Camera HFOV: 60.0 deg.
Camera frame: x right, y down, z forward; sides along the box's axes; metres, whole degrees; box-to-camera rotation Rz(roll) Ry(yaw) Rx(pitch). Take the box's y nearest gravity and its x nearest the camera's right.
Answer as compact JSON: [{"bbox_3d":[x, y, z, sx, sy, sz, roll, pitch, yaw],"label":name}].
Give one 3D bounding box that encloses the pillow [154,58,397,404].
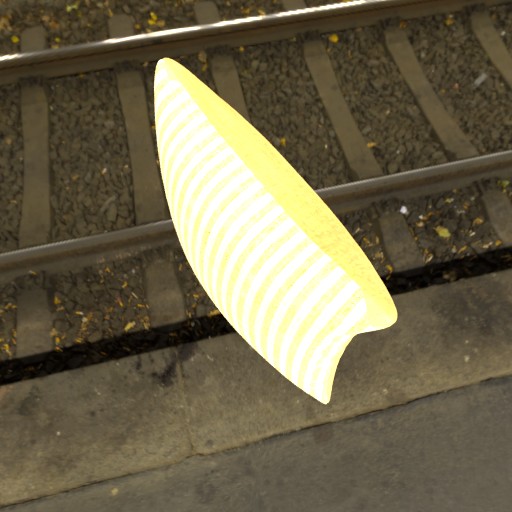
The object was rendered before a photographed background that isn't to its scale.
[{"bbox_3d":[0.000,0.000,0.639,0.173,0.407,0.419,-32,67,-15],"label":"pillow"}]
